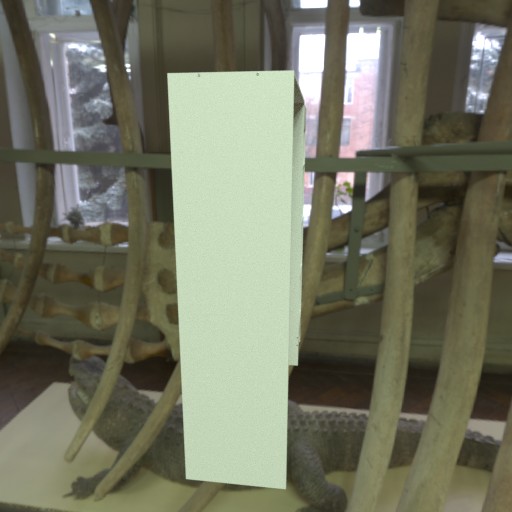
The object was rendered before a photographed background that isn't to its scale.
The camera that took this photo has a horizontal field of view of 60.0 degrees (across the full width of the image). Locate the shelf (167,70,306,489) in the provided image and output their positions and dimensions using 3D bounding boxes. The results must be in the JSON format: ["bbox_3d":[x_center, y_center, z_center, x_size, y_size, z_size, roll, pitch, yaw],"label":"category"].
[{"bbox_3d":[0.000,0.000,2.629,0.500,1.810,1.600,2,14,8],"label":"shelf"}]
